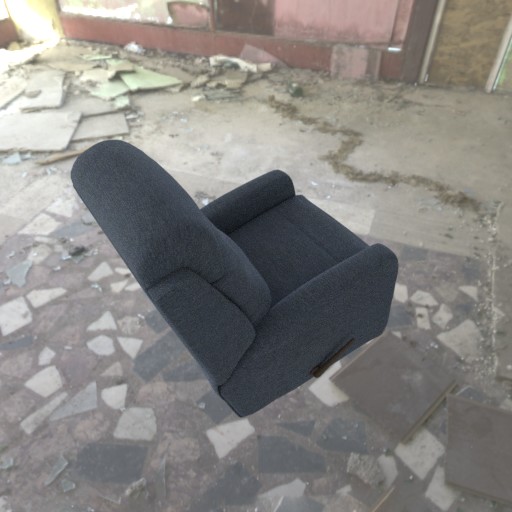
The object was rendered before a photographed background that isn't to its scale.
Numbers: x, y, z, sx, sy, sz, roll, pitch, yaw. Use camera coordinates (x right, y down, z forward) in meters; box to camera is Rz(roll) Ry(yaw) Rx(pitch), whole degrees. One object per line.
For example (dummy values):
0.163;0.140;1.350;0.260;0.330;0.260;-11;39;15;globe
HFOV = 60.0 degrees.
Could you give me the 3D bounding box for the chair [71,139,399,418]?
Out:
0.000;0.000;1.720;1.043;1.013;0.798;-25;48;-25;chair
